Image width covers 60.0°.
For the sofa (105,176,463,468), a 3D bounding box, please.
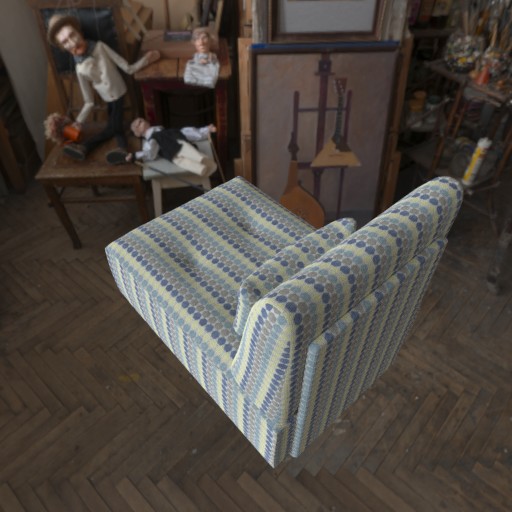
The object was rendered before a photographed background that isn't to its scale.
[{"bbox_3d":[0.000,0.000,1.544,0.700,0.820,1.000,-33,55,-27],"label":"sofa"}]
